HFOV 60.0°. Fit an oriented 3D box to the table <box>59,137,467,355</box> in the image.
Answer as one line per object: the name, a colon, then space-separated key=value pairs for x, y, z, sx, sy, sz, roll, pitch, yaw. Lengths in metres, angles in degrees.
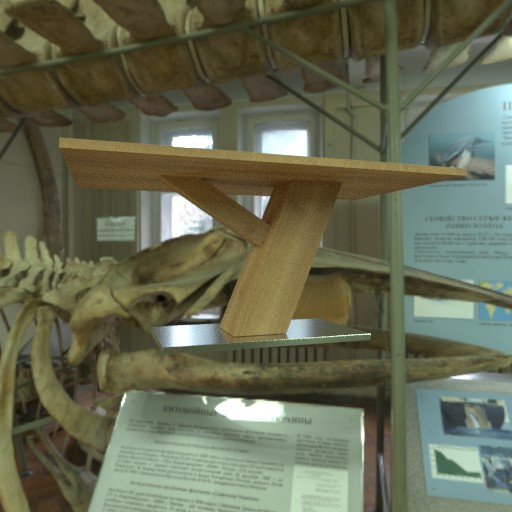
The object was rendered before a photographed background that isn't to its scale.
table: x=0.000 y=0.000 z=2.070 sx=1.600 sy=0.750 sz=0.900 roll=0 pitch=0 yaw=-18
